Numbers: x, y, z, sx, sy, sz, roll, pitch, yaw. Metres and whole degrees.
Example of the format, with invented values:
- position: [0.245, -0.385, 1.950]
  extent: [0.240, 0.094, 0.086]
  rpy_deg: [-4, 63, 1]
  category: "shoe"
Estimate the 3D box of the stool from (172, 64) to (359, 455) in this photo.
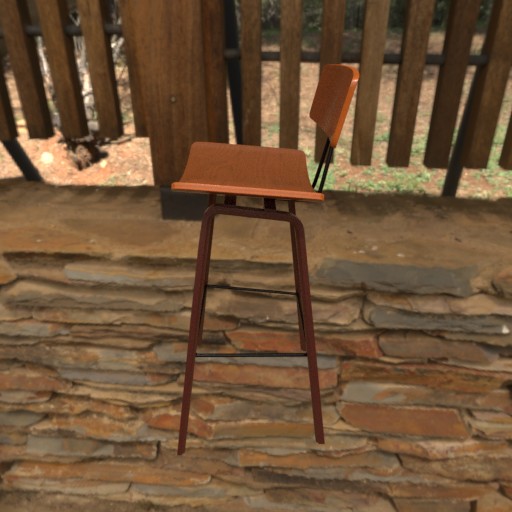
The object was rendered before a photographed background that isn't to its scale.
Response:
- position: [0.000, 0.000, 1.230]
  extent: [0.440, 0.969, 0.509]
  rpy_deg: [0, 27, -1]
  category: "stool"
